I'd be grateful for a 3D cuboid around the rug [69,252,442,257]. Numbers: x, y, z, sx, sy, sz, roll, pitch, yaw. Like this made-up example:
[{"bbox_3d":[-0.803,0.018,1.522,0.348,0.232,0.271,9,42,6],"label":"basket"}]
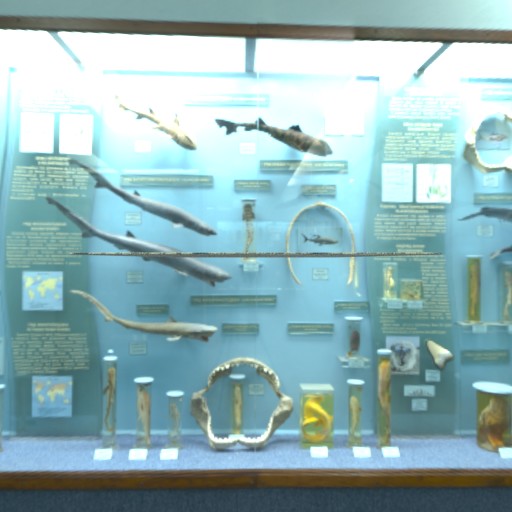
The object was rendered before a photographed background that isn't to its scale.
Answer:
[{"bbox_3d":[0.000,0.000,2.050,1.035,0.006,1.652,0,0,0],"label":"rug"}]
